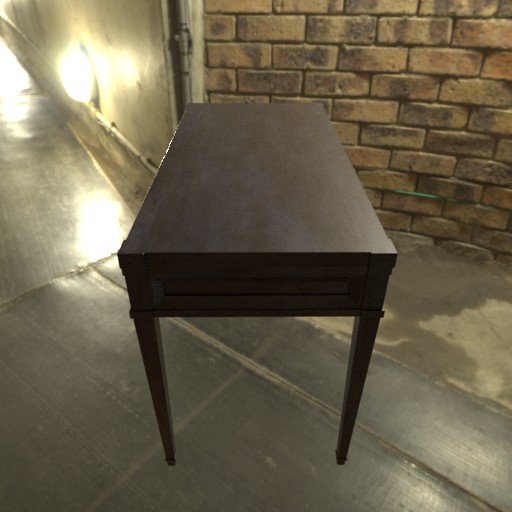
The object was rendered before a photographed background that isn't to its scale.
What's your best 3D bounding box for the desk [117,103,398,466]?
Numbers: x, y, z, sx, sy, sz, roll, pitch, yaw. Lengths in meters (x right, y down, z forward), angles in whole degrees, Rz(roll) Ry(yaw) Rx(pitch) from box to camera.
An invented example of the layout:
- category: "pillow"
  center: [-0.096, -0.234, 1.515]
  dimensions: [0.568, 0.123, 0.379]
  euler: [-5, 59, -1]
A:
- category: "desk"
  center: [0.000, 0.000, 1.765]
  dimensions: [0.630, 0.861, 1.289]
  euler: [0, 33, 0]
